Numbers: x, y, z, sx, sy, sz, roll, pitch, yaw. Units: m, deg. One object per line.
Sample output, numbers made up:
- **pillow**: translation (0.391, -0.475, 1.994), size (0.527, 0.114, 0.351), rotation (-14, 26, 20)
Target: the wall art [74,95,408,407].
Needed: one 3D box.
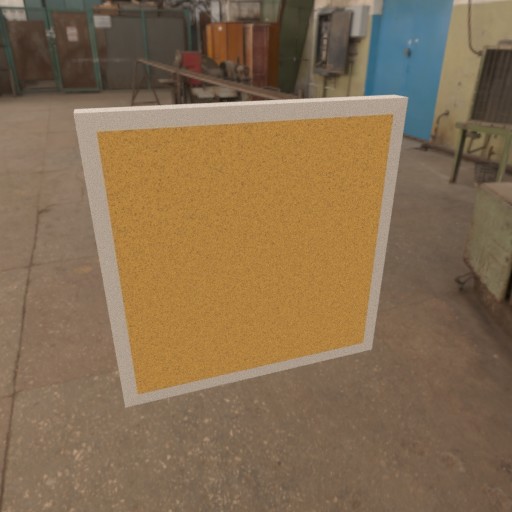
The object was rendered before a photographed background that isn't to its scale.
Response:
- **wall art**: translation (0.000, 0.000, 1.959), size (1.289, 1.291, 0.098), rotation (-9, 28, -17)
